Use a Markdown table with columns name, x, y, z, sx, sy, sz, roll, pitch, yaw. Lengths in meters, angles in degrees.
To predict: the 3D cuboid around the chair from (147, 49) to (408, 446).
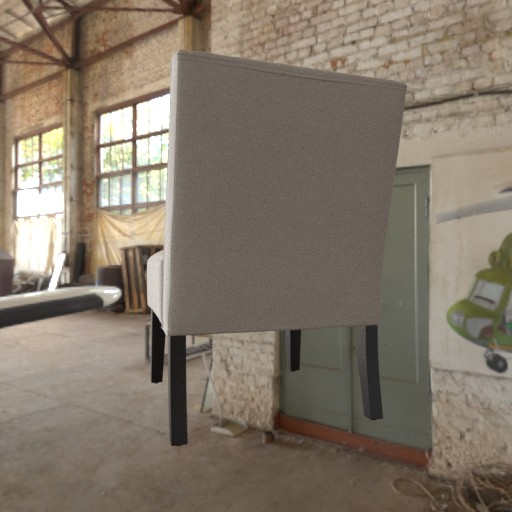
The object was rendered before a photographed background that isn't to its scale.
| name | x | y | z | sx | sy | sz | roll | pitch | yaw |
| --- | --- | --- | --- | --- | --- | --- | --- | --- | --- |
| chair | 0.000 | 0.000 | 1.283 | 0.569 | 0.853 | 0.676 | 0 | 0 | -18 |
